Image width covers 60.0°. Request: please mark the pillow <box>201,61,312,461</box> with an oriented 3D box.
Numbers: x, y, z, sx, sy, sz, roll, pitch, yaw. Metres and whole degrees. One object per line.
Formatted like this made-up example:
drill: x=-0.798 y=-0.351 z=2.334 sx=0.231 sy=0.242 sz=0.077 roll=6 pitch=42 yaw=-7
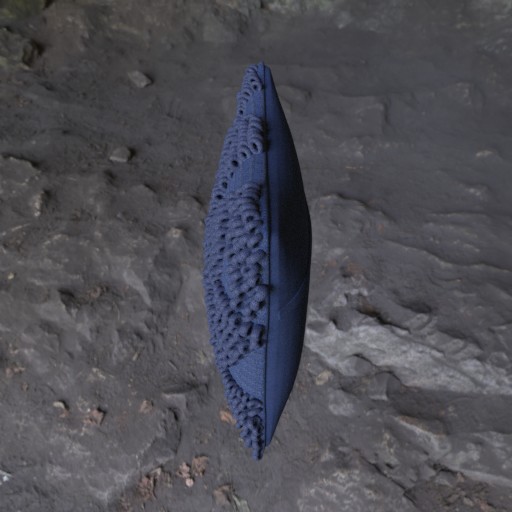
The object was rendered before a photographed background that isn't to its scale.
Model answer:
pillow: x=0.000 y=0.000 z=0.718 sx=0.172 sy=0.466 sz=0.469 roll=0 pitch=42 yaw=0
